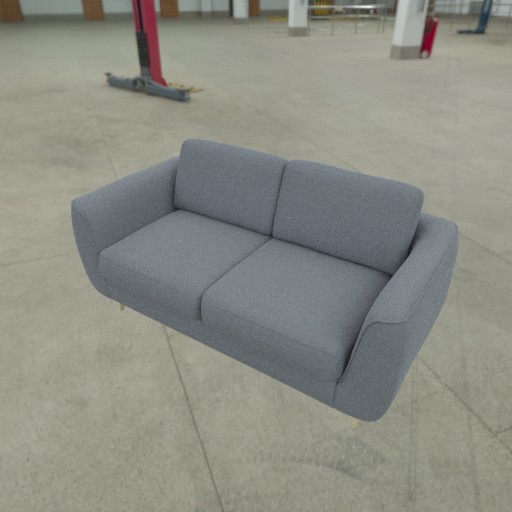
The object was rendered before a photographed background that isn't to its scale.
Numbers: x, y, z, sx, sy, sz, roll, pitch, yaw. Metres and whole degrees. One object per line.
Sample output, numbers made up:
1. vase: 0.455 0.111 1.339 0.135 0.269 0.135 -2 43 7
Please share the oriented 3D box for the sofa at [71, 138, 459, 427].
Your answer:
1. sofa: 0.000 0.000 2.163 1.700 0.850 0.920 19 36 28
